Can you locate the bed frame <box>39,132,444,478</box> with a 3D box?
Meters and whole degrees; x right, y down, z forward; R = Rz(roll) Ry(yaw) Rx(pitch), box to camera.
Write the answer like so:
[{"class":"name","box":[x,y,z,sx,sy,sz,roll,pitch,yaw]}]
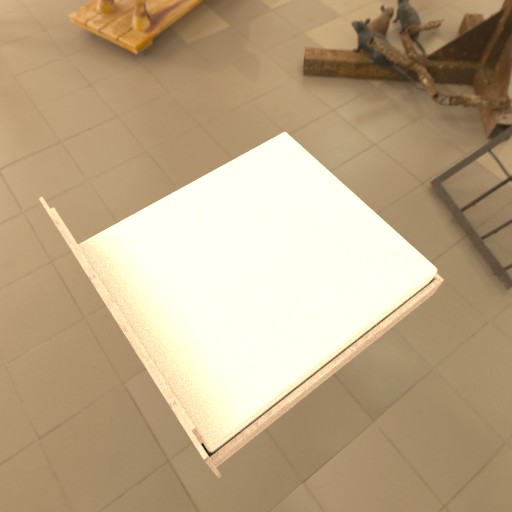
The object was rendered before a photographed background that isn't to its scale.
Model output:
[{"class":"bed frame","box":[0.000,0.000,3.211,2.080,0.970,1.950,-33,64,-18]}]
